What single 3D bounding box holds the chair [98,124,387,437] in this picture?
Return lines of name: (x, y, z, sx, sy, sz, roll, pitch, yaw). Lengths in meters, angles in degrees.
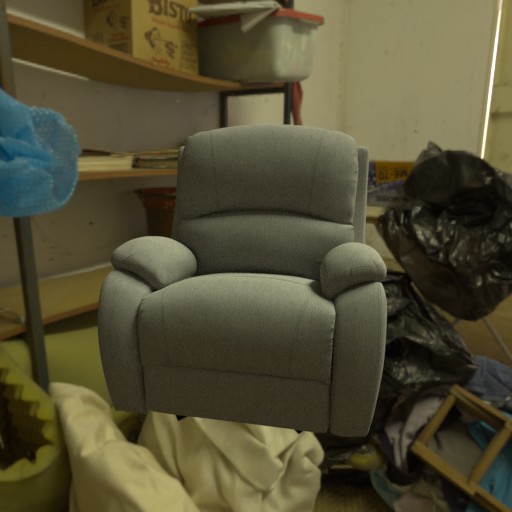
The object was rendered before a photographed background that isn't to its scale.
chair: (0.000, 0.000, 1.726, 0.930, 1.011, 0.899, 2, 14, 10)
